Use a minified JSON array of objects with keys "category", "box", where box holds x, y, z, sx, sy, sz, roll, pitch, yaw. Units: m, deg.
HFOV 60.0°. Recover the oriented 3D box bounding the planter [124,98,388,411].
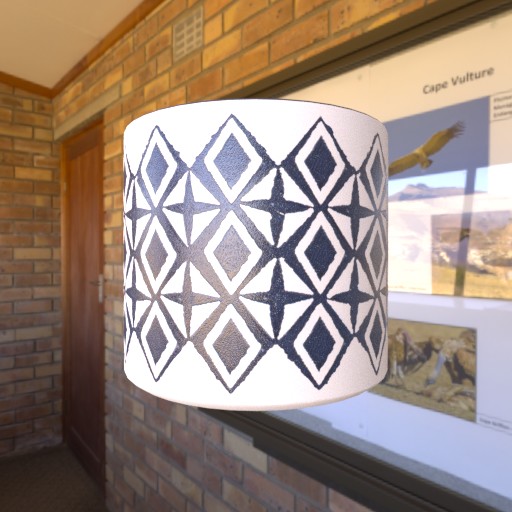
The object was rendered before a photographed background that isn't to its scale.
[{"category":"planter","box":[0.000,0.000,0.318,0.182,0.165,0.182,0,1,0]}]
